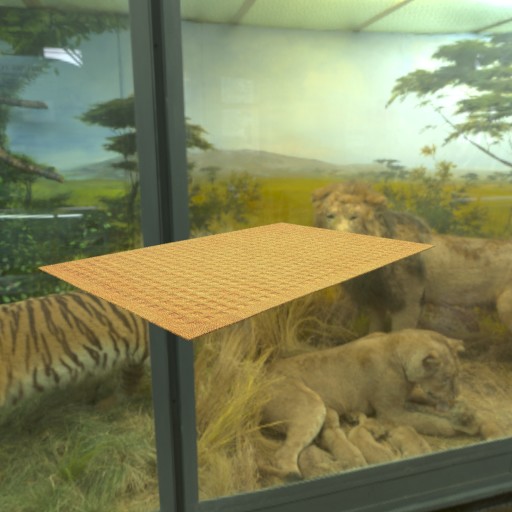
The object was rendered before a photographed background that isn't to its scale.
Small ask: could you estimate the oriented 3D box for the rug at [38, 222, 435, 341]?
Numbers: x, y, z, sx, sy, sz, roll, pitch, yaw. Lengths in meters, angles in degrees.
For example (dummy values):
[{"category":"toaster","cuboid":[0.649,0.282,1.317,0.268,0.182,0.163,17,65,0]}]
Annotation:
[{"category":"rug","cuboid":[0.000,0.000,2.287,1.143,0.006,1.747,13,19,42]}]
